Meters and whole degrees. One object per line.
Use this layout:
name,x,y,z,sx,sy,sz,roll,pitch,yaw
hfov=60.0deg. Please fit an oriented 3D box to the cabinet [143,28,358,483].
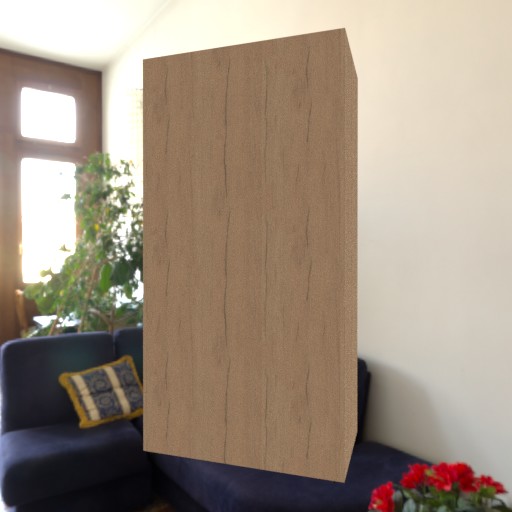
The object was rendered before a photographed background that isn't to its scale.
cabinet,0.000,0.000,2.301,0.980,1.930,0.580,0,0,18
